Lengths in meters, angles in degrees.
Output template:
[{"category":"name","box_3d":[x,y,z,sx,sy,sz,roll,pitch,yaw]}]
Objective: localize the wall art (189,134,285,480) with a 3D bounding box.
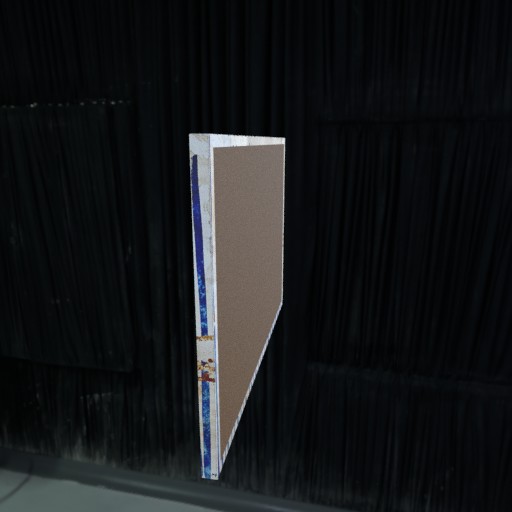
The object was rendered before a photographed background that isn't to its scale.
[{"category":"wall art","box_3d":[0.000,0.000,1.171,0.030,0.609,0.919,3,15,10]}]
